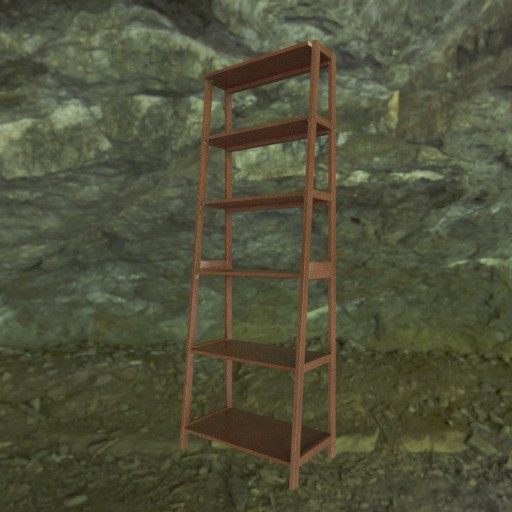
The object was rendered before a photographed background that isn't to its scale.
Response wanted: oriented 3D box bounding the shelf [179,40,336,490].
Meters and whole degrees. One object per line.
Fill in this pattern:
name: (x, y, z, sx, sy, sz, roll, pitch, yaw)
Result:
shelf: (0.000, 0.000, 2.134, 0.660, 1.892, 0.382, 0, 0, 36)
